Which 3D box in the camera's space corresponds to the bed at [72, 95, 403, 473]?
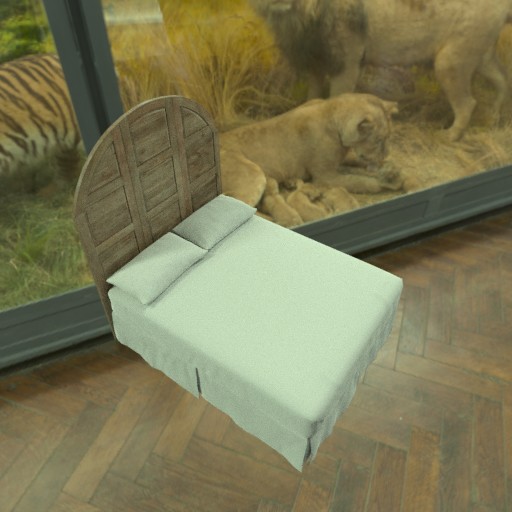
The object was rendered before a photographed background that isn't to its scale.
[{"bbox_3d":[0.000,0.000,3.520,2.112,2.002,1.713,25,48,25],"label":"bed"}]
